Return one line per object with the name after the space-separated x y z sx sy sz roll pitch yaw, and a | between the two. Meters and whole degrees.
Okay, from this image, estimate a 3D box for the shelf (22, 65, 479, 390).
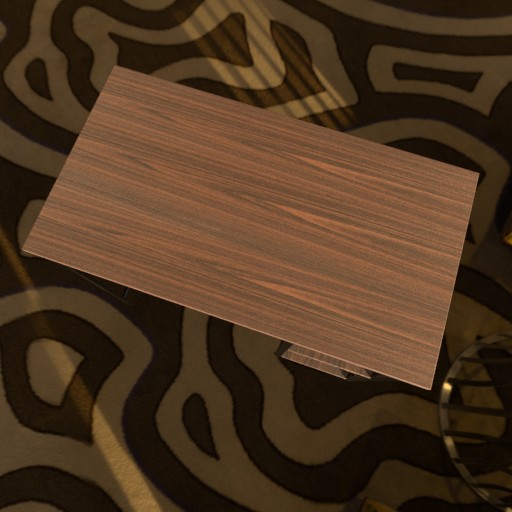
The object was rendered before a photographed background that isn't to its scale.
0.000 0.000 1.343 0.902 0.750 0.498 18 75 5 | shelf
